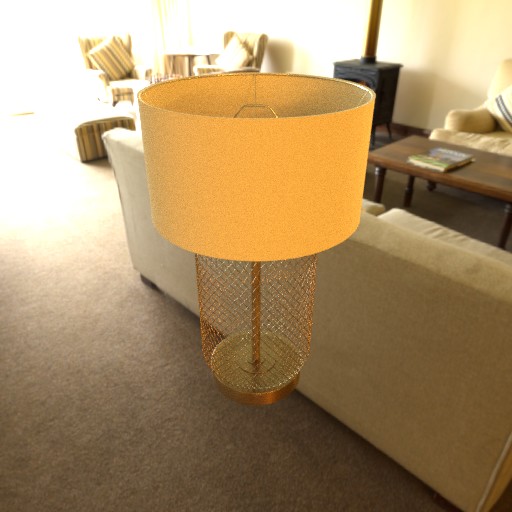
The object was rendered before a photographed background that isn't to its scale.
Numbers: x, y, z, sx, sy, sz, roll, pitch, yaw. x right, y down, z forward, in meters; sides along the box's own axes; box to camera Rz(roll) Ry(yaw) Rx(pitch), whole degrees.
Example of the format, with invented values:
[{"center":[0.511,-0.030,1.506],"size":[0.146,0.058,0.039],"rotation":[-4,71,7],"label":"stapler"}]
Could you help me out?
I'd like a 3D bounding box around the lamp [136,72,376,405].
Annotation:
[{"center":[0.000,0.000,0.814],"size":[0.353,0.578,0.353],"rotation":[0,31,0],"label":"lamp"}]
